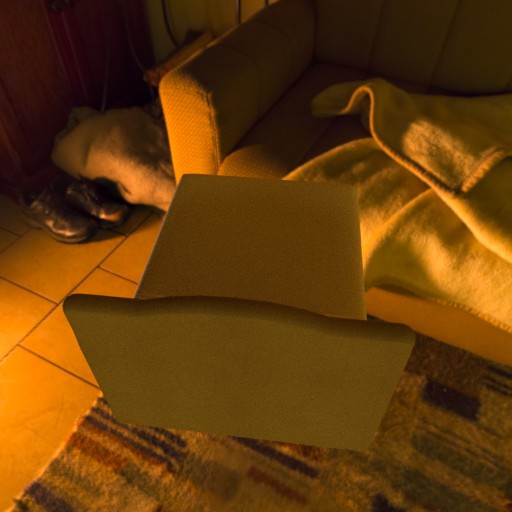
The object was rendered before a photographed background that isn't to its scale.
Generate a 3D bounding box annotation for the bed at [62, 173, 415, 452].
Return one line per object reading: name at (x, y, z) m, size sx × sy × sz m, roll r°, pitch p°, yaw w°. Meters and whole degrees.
bed at (0.000, 0.000, 3.240) m, size 1.744 × 1.441 × 2.128 m, roll 5°, pitch 46°, yaw 5°
